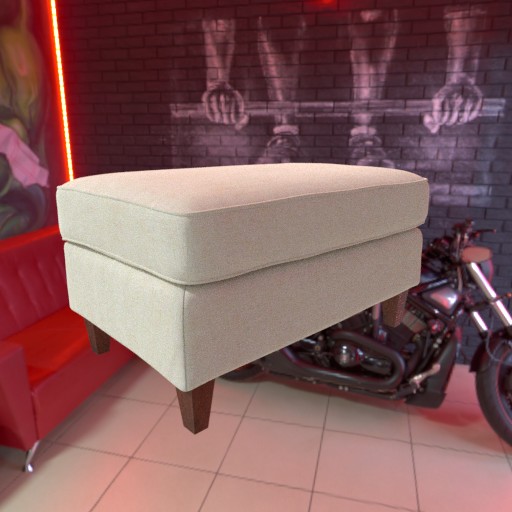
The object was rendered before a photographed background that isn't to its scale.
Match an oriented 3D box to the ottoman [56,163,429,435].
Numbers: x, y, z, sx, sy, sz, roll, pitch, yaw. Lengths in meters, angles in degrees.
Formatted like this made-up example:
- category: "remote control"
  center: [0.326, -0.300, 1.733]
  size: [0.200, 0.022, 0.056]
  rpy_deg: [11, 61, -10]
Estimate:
- category: "ottoman"
  center: [0.000, 0.000, 1.224]
  size: [0.862, 0.484, 0.583]
  rpy_deg: [-13, 20, -41]
